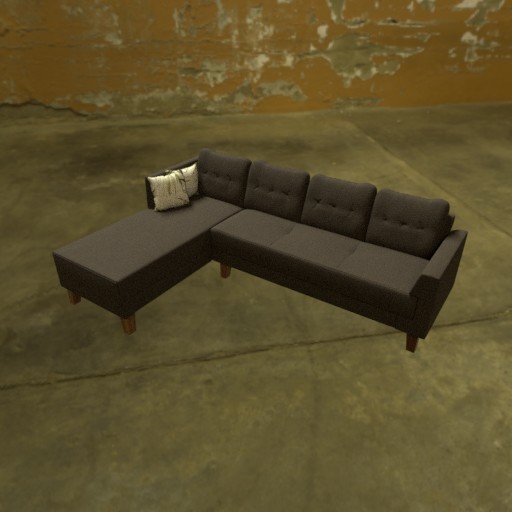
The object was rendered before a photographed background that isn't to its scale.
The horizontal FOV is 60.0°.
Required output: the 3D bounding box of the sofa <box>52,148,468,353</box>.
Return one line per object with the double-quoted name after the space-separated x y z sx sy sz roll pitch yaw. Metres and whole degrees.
0.000 0.000 3.483 2.679 0.932 1.829 19 35 29 "sofa"
